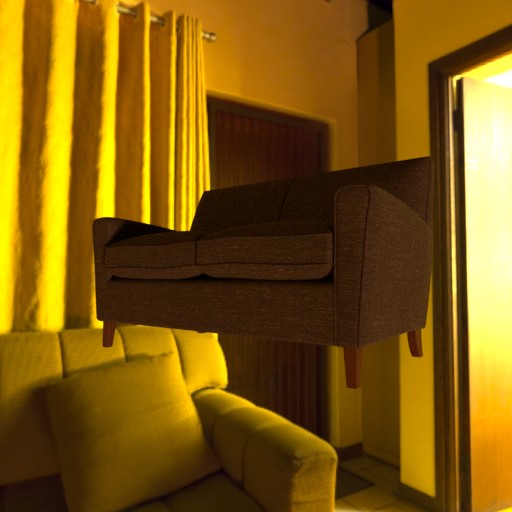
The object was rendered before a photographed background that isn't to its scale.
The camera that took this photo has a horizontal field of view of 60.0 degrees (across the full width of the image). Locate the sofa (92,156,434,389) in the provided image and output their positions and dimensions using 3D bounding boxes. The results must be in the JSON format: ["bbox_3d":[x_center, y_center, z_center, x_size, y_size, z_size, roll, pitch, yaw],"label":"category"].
[{"bbox_3d":[0.000,0.000,2.132,1.509,0.905,0.867,-2,-3,37],"label":"sofa"}]
